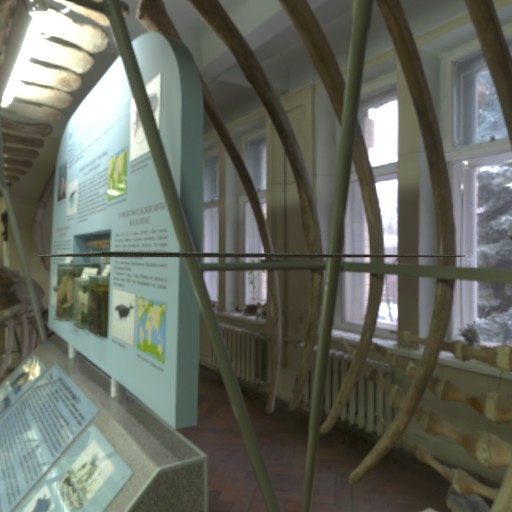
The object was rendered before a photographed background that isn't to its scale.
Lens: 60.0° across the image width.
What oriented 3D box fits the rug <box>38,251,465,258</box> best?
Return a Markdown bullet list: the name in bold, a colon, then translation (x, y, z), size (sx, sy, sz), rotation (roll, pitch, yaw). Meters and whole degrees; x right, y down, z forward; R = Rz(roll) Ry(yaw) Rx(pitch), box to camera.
- **rug**: translation (0.000, 0.000, 3.009), size (2.476, 0.011, 1.554), rotation (0, -1, -34)
